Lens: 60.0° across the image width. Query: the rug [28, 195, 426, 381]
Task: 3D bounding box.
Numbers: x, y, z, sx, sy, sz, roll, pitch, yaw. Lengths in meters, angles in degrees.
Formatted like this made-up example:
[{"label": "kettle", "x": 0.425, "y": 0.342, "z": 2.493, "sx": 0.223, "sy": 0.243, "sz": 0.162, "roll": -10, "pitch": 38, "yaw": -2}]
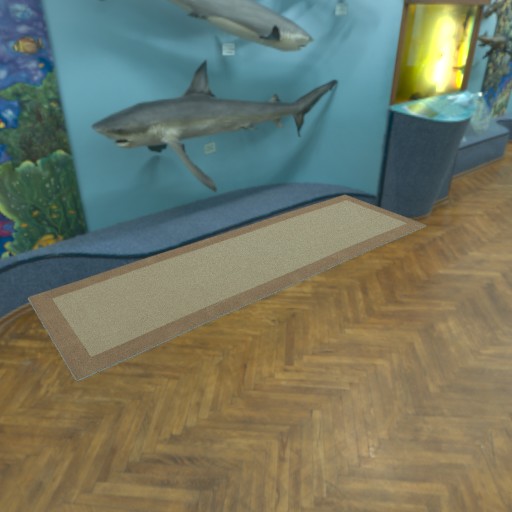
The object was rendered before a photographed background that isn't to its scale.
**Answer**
[{"label": "rug", "x": 0.000, "y": 0.000, "z": 2.702, "sx": 2.430, "sy": 0.012, "sz": 0.767, "roll": -21, "pitch": 35, "yaw": -33}]
